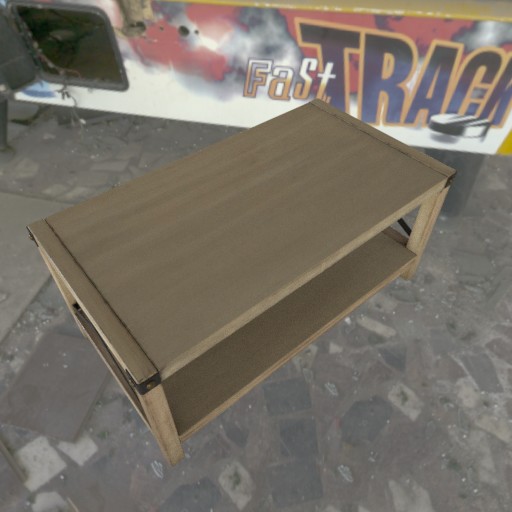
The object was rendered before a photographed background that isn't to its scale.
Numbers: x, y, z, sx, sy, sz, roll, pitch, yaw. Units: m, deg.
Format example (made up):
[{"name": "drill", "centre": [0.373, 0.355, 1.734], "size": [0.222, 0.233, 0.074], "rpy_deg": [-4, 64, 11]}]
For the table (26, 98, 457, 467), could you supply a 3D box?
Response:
[{"name": "table", "centre": [0.000, 0.000, 1.317], "size": [1.016, 0.456, 0.559], "rpy_deg": [-31, 54, -26]}]
